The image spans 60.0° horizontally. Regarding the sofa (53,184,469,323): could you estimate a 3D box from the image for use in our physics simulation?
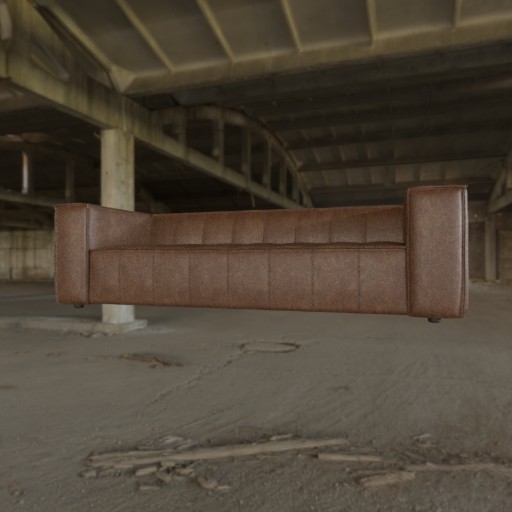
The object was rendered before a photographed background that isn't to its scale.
[{"bbox_3d":[0.000,0.000,3.061,2.581,0.701,1.102,0,-1,18],"label":"sofa"}]
